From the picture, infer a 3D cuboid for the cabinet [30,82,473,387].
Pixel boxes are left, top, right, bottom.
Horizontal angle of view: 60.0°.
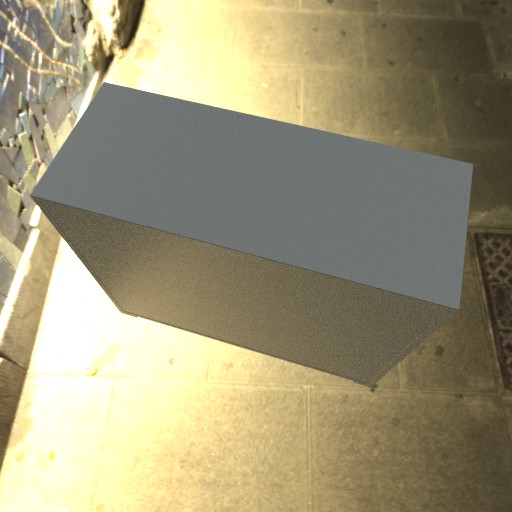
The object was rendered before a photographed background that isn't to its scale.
[{"bbox_3d":[0.000,0.000,1.425,1.000,0.800,0.400,15,63,8],"label":"cabinet"}]
